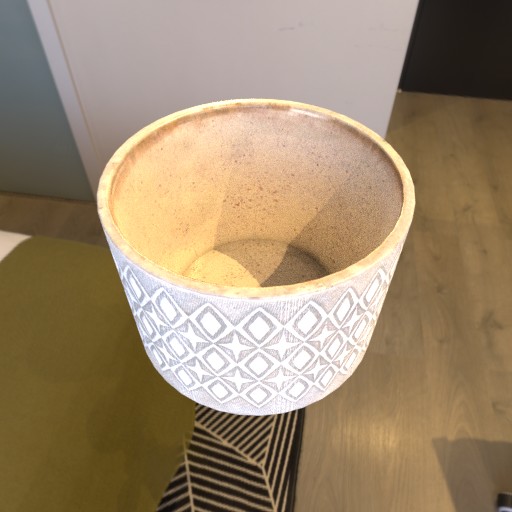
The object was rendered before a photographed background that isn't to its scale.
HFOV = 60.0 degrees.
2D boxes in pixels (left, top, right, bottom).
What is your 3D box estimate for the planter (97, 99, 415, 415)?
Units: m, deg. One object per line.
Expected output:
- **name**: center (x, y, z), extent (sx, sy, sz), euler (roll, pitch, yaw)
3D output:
- **planter**: center (0.000, 0.000, 0.318), extent (0.186, 0.144, 0.186), euler (0, 47, 0)
